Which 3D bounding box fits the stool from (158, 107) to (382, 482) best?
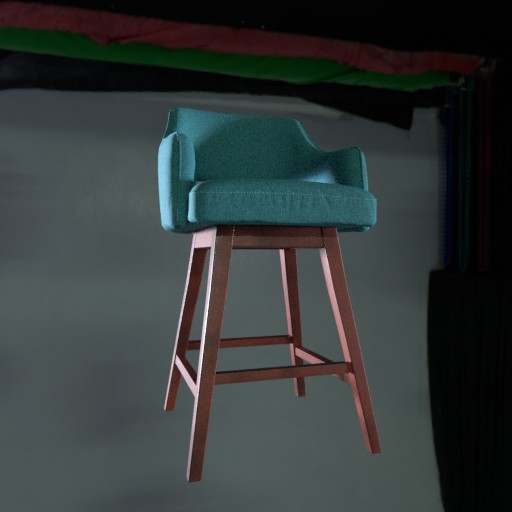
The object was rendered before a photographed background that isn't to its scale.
[{"bbox_3d":[0.000,0.000,1.267,0.548,0.961,0.556,0,0,-18],"label":"stool"}]
